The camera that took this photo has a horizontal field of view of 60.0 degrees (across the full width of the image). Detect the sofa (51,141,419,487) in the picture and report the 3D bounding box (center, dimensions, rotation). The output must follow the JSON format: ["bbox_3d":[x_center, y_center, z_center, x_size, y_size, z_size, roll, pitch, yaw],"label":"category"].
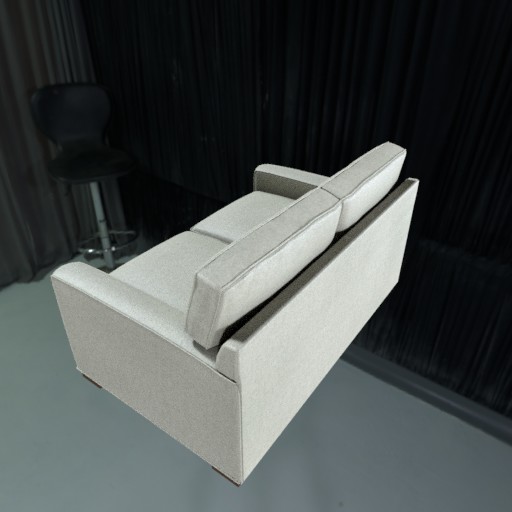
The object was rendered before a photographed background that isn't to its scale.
[{"bbox_3d":[0.000,0.000,2.055,0.940,0.853,1.484,21,38,30],"label":"sofa"}]
